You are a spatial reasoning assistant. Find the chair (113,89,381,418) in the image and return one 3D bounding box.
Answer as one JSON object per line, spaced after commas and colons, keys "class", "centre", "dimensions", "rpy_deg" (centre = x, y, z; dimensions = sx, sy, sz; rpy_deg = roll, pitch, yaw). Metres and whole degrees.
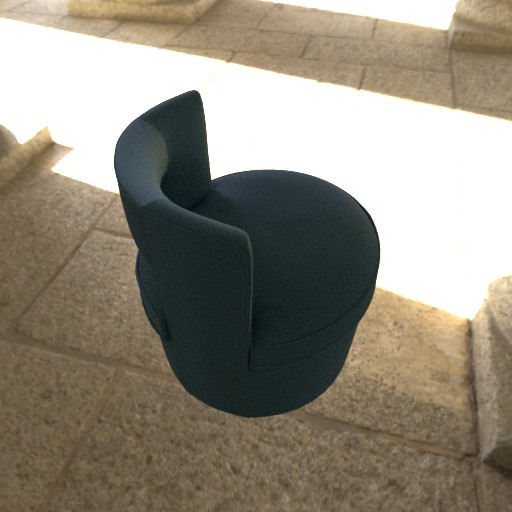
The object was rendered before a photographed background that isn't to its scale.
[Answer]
{"class": "chair", "centre": [0.000, 0.000, 1.236], "dimensions": [0.660, 0.711, 0.684], "rpy_deg": [-9, 45, -9]}
